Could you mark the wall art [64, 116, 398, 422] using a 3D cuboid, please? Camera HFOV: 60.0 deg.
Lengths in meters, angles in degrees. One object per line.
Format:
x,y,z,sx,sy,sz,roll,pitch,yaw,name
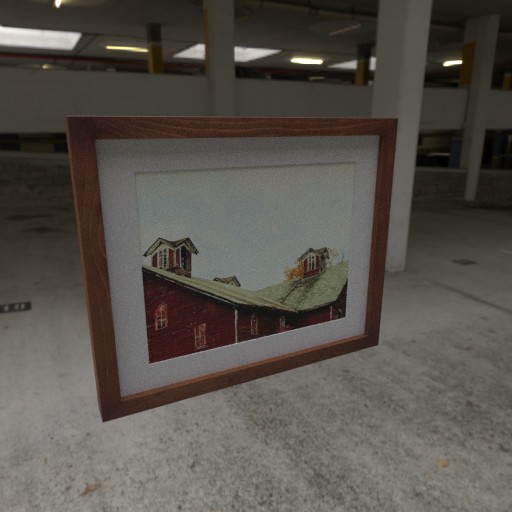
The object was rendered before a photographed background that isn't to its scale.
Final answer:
0.000,0.000,0.550,0.401,0.328,0.030,-8,19,-26,wall art
